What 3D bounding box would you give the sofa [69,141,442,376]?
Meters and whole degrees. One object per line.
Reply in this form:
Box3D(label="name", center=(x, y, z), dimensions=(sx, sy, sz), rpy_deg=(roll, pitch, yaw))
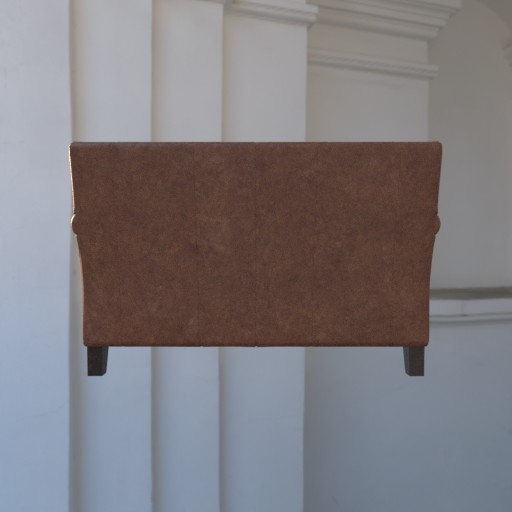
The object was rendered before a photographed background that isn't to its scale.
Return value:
Box3D(label="sofa", center=(0.000, 0.000, 2.182), dimensions=(1.527, 1.004, 1.077), rpy_deg=(0, 0, 0))
